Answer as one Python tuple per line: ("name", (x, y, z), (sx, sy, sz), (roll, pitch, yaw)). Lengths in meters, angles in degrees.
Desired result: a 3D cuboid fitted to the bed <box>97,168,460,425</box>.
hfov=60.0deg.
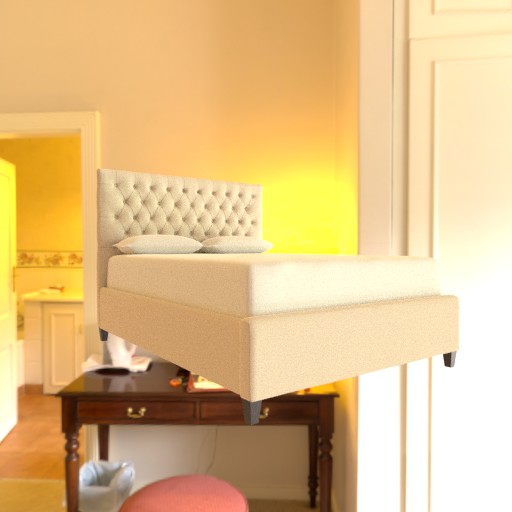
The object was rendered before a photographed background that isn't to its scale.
("bed", (0.000, 0.000, 3.276), (1.696, 1.426, 2.233), (-1, 1, -36))
